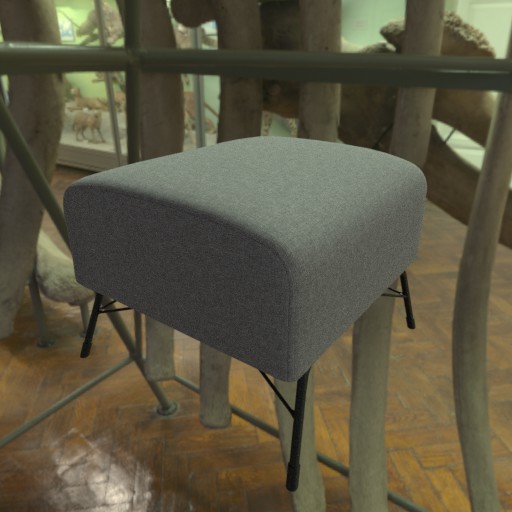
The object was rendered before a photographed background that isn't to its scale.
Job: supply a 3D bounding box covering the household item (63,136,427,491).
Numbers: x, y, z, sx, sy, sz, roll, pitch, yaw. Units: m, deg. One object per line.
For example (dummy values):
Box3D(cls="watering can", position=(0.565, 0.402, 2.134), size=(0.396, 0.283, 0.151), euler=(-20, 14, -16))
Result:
Box3D(cls="household item", position=(0.000, 0.000, 0.887), size=(0.530, 0.410, 0.530), euler=(17, 30, 33))
